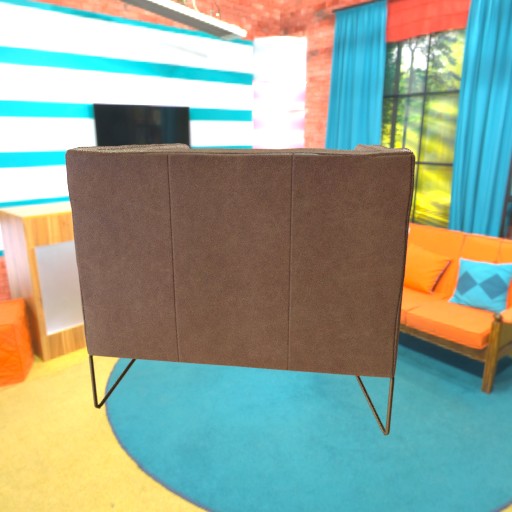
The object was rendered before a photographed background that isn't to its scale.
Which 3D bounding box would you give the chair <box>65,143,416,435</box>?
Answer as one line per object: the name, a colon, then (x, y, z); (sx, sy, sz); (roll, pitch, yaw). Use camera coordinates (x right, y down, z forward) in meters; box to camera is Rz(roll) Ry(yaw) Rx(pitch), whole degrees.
chair: (0.000, 0.000, 1.626); (0.920, 0.797, 0.912); (2, 16, 8)
